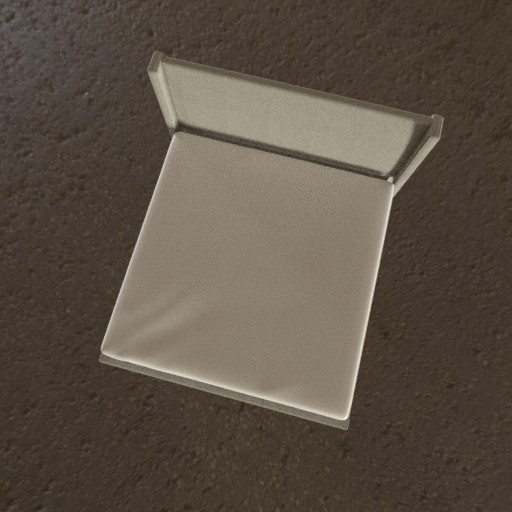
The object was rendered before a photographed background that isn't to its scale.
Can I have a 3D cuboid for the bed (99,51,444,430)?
[{"bbox_3d":[0.000,0.000,3.613,2.140,1.470,2.280,14,76,4],"label":"bed"}]
